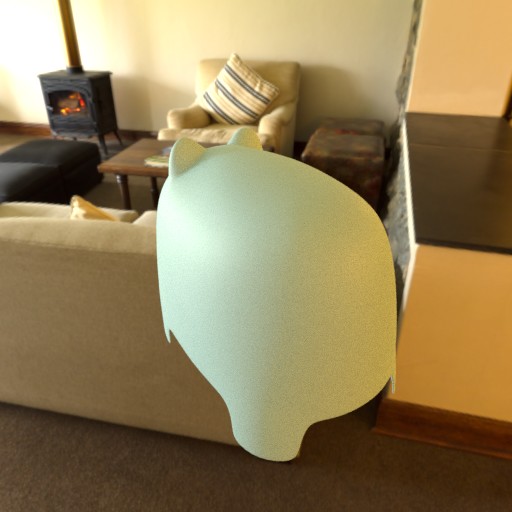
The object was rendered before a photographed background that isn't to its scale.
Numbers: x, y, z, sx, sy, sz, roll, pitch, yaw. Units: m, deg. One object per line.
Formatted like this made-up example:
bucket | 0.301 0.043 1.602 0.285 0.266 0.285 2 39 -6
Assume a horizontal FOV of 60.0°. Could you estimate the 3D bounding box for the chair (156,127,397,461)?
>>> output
chair | 0.000 0.000 0.873 0.364 0.423 0.619 -19 35 -29
